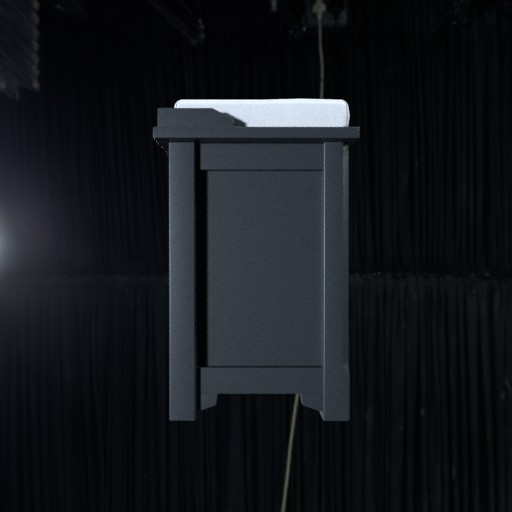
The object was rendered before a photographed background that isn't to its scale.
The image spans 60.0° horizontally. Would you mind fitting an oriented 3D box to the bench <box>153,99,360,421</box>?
[{"bbox_3d":[0.000,0.000,1.226,0.345,0.561,0.973,0,1,0],"label":"bench"}]
